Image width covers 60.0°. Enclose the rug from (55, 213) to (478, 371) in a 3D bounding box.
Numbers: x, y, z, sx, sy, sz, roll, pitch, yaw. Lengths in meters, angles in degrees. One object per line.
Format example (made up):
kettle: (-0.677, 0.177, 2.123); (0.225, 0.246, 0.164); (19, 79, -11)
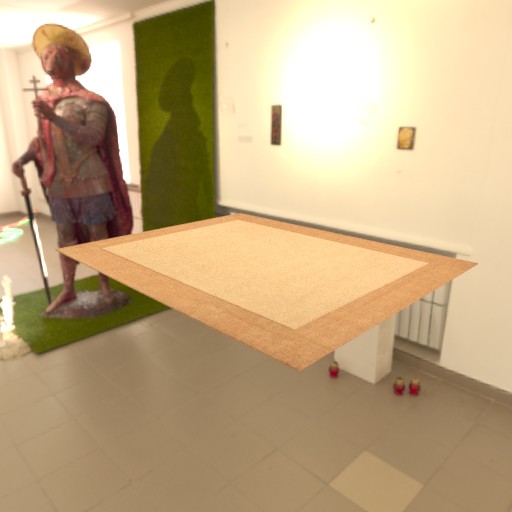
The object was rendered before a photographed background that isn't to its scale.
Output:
rug: (0.000, 0.000, 4.073); (2.438, 0.014, 3.048); (-16, 24, -42)
